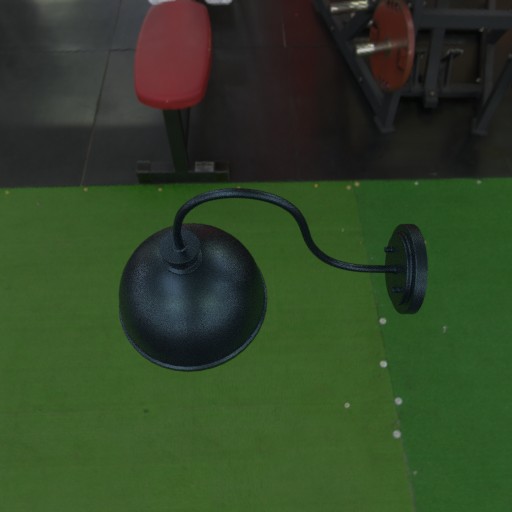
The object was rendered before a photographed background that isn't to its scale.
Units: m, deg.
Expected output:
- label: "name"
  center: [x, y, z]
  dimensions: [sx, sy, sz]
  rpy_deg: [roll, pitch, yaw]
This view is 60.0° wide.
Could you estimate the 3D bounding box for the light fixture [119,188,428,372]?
- label: "light fixture"
  center: [0.000, 0.000, 0.641]
  dimensions: [0.467, 0.295, 0.253]
  rpy_deg: [0, 59, 0]
